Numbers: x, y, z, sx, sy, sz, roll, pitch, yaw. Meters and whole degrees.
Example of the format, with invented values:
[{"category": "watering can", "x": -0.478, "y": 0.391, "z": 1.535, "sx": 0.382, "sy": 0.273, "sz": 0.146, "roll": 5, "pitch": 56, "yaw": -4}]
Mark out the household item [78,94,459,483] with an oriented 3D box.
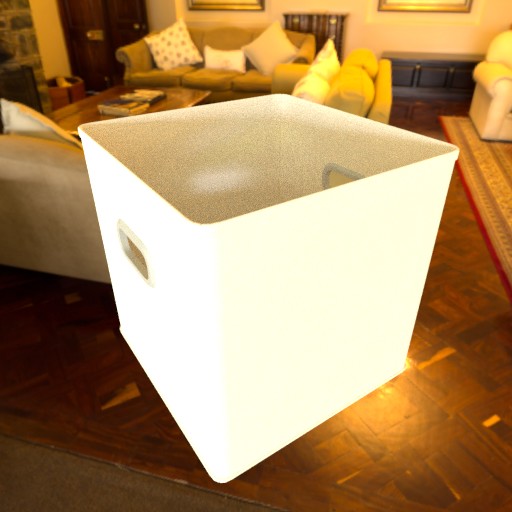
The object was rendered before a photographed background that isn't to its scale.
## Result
[{"category": "household item", "x": 0.000, "y": 0.000, "z": 0.556, "sx": 0.305, "sy": 0.305, "sz": 0.305, "roll": -20, "pitch": 37, "yaw": -28}]
